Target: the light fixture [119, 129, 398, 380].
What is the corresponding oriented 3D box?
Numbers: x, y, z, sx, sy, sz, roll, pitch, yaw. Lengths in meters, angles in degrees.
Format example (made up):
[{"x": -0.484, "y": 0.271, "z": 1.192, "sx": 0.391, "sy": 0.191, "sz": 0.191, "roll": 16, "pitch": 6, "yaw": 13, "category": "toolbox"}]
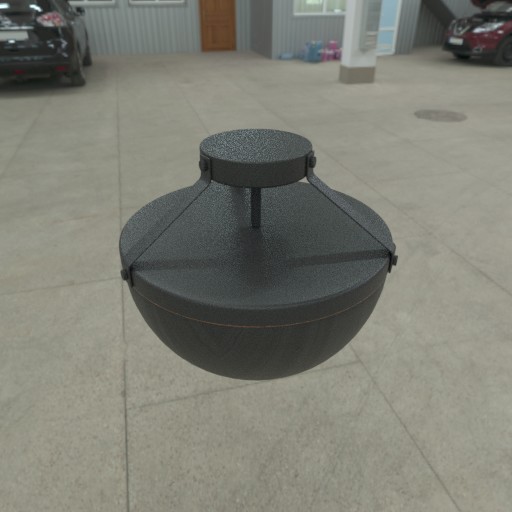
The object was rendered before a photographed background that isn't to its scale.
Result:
[{"x": 0.000, "y": 0.000, "z": 0.525, "sx": 0.304, "sy": 0.269, "sz": 0.304, "roll": 0, "pitch": 31, "yaw": 0, "category": "light fixture"}]
